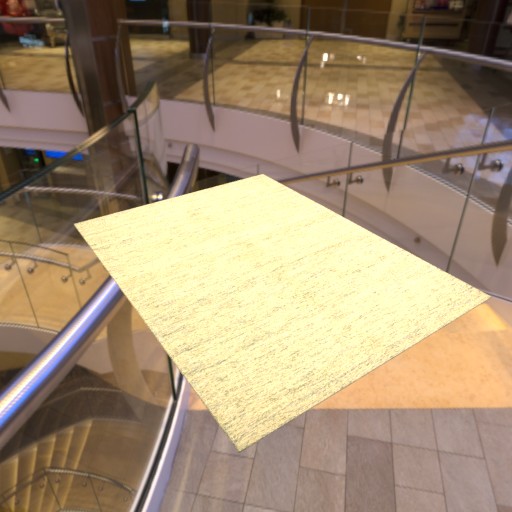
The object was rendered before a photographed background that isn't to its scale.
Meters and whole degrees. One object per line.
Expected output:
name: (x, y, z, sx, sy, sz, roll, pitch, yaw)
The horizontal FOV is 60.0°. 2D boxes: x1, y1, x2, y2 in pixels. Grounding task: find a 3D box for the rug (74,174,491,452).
rug: (0.000, 0.000, 4.122, 2.437, 0.014, 3.201, -20, 38, -29)
